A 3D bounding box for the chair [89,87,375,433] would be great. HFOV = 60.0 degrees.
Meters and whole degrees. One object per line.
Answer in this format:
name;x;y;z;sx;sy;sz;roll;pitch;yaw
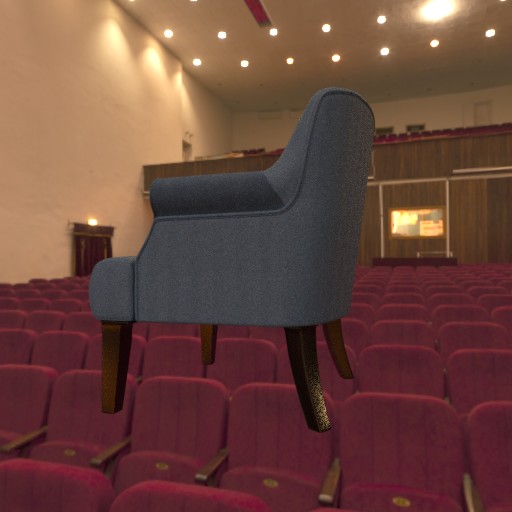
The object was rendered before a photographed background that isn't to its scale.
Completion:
chair;0.000;0.000;1.450;0.754;0.878;0.770;0;-1;19
